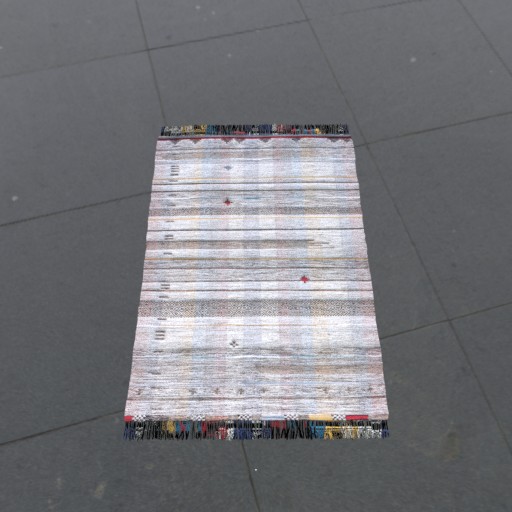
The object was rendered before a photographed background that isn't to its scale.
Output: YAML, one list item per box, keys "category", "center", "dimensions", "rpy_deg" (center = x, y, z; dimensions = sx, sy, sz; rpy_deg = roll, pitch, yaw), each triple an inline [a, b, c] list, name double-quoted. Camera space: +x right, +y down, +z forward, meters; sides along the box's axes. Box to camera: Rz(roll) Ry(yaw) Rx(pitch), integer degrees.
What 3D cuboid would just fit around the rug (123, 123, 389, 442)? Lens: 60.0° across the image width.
- category: "rug"
  center: [0.000, 0.000, 2.386]
  dimensions: [1.217, 0.012, 1.848]
  rpy_deg: [0, 64, 0]
